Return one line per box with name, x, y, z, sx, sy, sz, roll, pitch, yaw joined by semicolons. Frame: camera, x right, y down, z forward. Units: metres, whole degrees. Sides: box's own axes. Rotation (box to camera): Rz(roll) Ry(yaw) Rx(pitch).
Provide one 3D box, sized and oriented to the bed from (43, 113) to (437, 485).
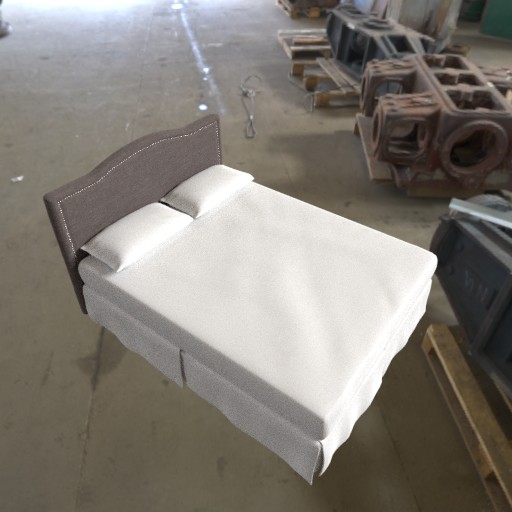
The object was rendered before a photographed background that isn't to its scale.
bed;0.000;0.000;3.877;2.689;1.457;2.161;26;47;27
